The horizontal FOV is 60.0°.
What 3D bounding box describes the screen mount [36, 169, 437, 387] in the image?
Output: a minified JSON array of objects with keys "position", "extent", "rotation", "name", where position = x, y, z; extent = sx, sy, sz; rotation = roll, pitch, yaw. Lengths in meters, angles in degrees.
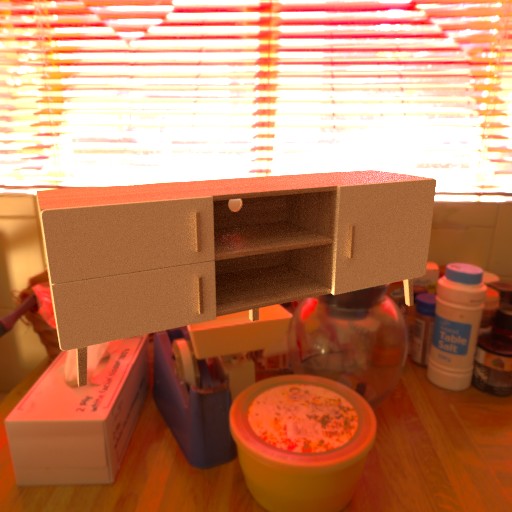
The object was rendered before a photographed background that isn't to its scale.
[{"position":[0.000,0.000,1.767],"extent":[1.500,0.570,0.420],"rotation":[-8,19,-26],"name":"screen mount"}]
